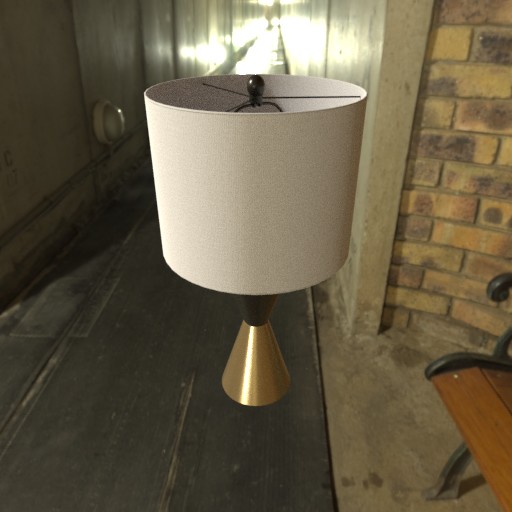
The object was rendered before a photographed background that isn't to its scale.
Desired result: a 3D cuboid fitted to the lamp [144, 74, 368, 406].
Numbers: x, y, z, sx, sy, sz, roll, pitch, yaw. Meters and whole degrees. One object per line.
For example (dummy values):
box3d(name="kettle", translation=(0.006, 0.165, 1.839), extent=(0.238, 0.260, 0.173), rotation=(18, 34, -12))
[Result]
box3d(name="lamp", translation=(0.000, 0.000, 0.749), extent=(0.304, 0.573, 0.304), rotation=(-19, 35, -30))
